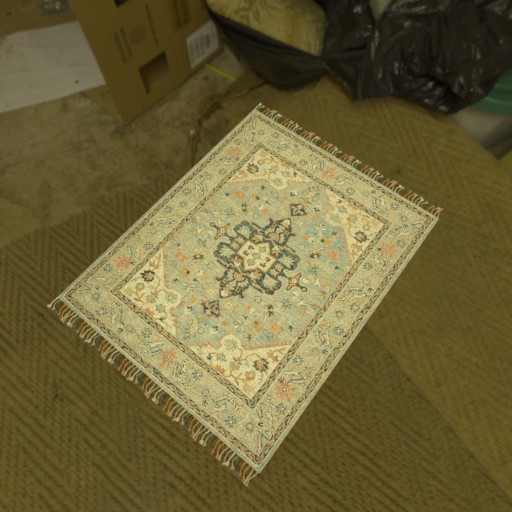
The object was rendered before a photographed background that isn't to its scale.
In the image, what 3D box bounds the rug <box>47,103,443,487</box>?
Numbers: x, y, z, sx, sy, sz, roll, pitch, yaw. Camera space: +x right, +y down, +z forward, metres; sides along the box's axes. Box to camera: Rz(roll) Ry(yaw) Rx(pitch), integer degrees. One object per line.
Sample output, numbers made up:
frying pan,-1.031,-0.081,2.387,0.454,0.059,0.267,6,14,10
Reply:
rug,0.000,0.000,3.545,1.971,0.010,2.651,35,69,16
